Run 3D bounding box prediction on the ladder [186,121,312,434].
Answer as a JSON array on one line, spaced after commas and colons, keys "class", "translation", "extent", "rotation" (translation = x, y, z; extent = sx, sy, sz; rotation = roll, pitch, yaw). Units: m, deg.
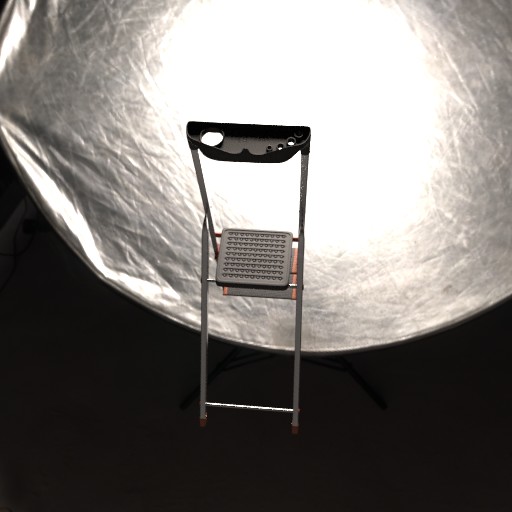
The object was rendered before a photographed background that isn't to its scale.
[{"class": "ladder", "translation": [0.000, 0.000, 1.790], "extent": [0.452, 1.429, 0.834], "rotation": [3, 46, 3]}]
